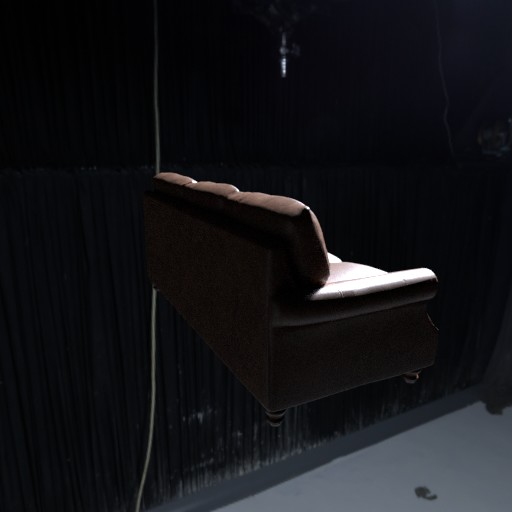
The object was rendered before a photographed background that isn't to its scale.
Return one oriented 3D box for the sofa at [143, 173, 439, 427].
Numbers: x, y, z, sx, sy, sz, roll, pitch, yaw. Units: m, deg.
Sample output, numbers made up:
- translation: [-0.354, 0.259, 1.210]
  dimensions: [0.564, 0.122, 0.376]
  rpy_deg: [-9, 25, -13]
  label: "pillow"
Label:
- translation: [0.000, 0.000, 2.887]
  dimensions: [0.973, 0.977, 2.351]
  rpy_deg: [-7, 16, -26]
  label: "sofa"
